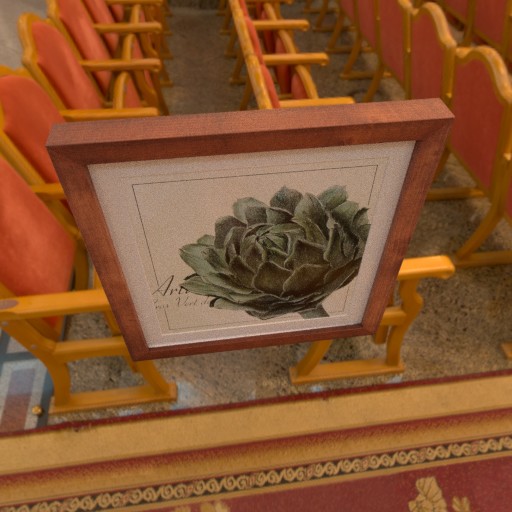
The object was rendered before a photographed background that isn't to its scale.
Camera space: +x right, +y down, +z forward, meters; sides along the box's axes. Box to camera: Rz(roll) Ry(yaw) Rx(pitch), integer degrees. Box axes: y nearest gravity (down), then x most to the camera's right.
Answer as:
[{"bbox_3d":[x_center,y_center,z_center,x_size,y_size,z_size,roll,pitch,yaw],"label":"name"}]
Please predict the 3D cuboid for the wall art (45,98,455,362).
[{"bbox_3d":[0.000,0.000,0.569,0.386,0.385,0.038,-5,47,-5],"label":"wall art"}]
